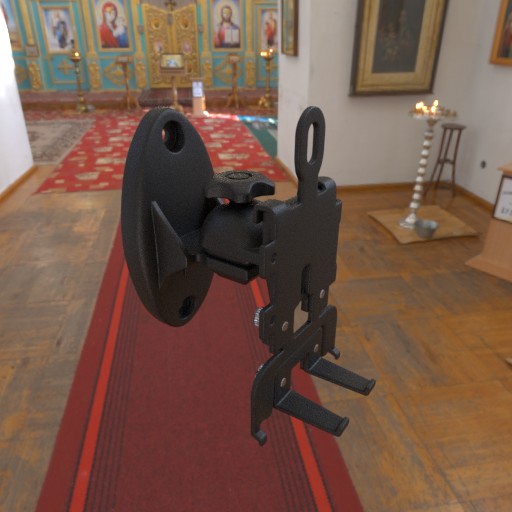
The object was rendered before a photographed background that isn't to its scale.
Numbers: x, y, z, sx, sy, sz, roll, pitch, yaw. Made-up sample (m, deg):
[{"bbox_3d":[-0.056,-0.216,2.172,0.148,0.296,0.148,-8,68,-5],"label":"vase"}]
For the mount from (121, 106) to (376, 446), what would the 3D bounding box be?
[{"bbox_3d":[0.000,0.000,0.178,0.100,0.118,0.066,17,30,32],"label":"mount"}]
